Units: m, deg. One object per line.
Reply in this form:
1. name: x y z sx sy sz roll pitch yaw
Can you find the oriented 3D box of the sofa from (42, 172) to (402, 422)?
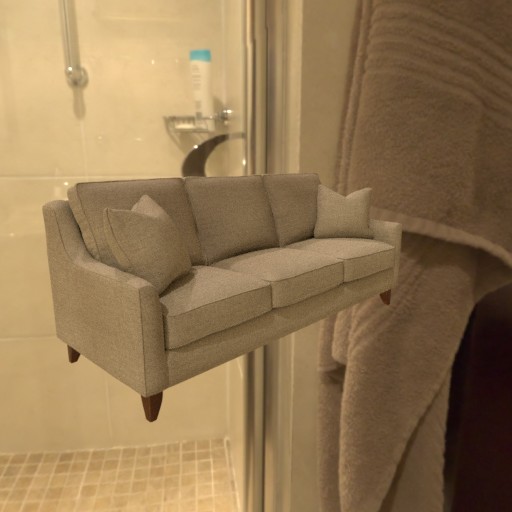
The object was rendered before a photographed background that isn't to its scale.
1. sofa: 0.000 0.000 2.572 0.865 0.914 2.031 13 19 43
